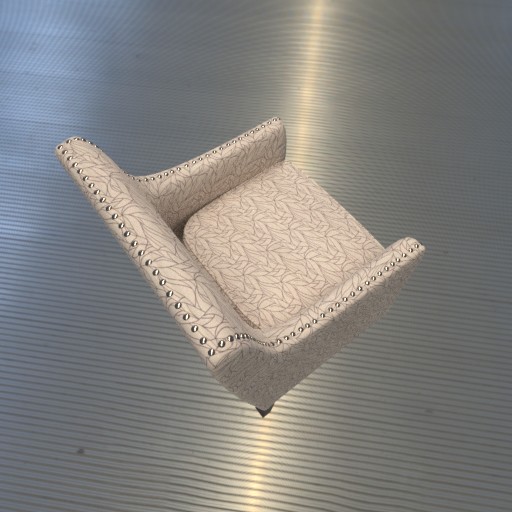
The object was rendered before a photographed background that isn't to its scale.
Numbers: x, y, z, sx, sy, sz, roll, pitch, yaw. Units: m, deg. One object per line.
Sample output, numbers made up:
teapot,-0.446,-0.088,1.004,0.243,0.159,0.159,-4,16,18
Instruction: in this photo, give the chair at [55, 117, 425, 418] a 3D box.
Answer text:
chair,0.000,0.000,1.261,0.651,0.816,0.623,-33,64,-18
